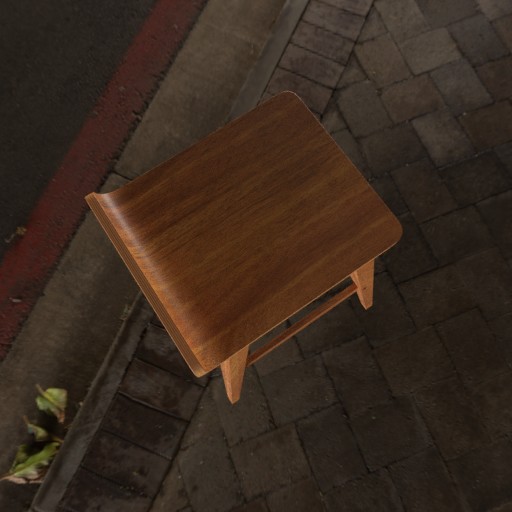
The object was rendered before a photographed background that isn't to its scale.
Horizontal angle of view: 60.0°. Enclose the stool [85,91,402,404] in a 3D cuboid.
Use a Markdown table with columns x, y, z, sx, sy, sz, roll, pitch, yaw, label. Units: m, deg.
| x | y | z | sx | sy | sz | roll | pitch | yaw | label |
| --- | --- | --- | --- | --- | --- | --- | --- | --- | --- |
| 0.000 | 0.000 | 1.027 | 0.500 | 0.650 | 0.500 | -33 | 78 | -8 | stool |
